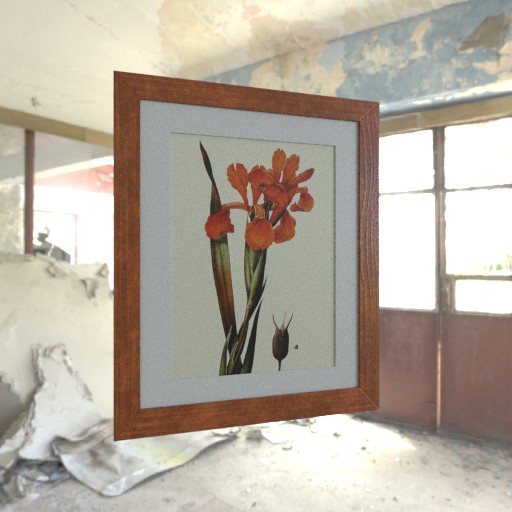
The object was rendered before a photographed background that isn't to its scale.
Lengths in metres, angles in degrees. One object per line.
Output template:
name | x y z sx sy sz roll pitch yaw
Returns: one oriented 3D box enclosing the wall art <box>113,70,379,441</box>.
wall art | 0.000 0.000 0.763 0.467 0.567 0.033 0 0 -18
